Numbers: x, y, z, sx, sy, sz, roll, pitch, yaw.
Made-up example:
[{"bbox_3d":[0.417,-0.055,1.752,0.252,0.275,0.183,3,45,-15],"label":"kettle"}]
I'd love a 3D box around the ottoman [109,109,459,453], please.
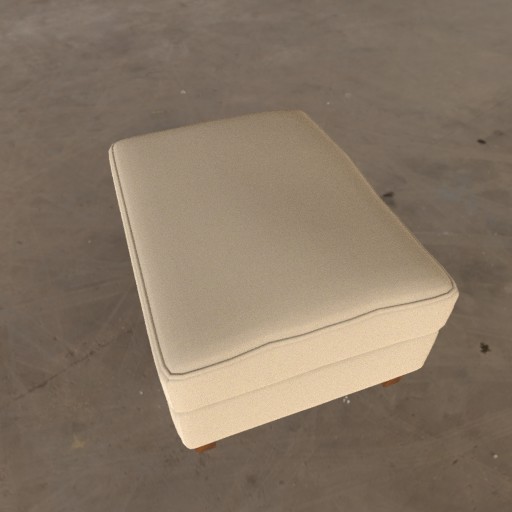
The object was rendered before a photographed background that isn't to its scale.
[{"bbox_3d":[0.000,0.000,1.213,0.634,0.485,0.818,-14,48,-14],"label":"ottoman"}]
